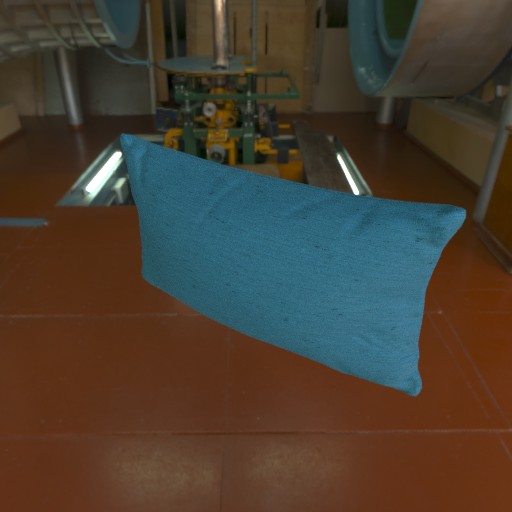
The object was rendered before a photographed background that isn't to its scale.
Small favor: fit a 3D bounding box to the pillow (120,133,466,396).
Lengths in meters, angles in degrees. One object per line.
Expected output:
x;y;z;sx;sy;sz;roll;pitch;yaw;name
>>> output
0.000;0.000;0.785;0.633;0.338;0.210;19;36;28;pillow
